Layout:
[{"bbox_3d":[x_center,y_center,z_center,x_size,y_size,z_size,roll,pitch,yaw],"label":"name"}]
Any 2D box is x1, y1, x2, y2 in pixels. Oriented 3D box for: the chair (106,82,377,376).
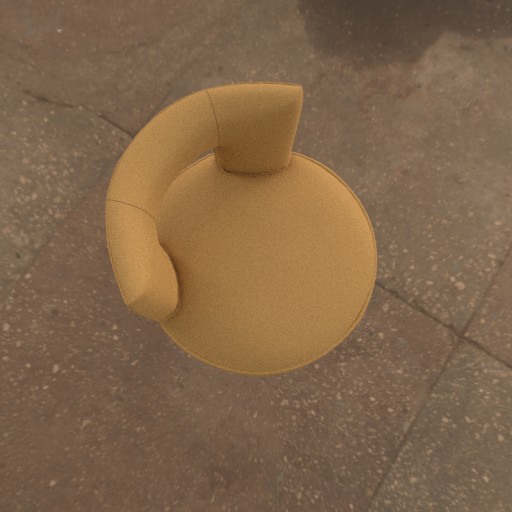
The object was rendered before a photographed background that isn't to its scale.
[{"bbox_3d":[0.000,0.000,1.256,0.665,0.723,0.650,35,78,9],"label":"chair"}]
